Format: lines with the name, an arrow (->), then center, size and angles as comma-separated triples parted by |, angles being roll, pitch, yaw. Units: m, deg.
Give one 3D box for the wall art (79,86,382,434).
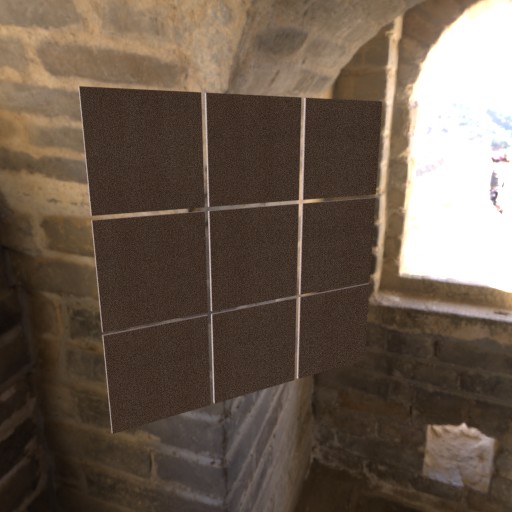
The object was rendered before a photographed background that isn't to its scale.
wall art -> 0.000, 0.000, 1.779 | 1.219, 1.218, 0.013 | -8, 17, -27
